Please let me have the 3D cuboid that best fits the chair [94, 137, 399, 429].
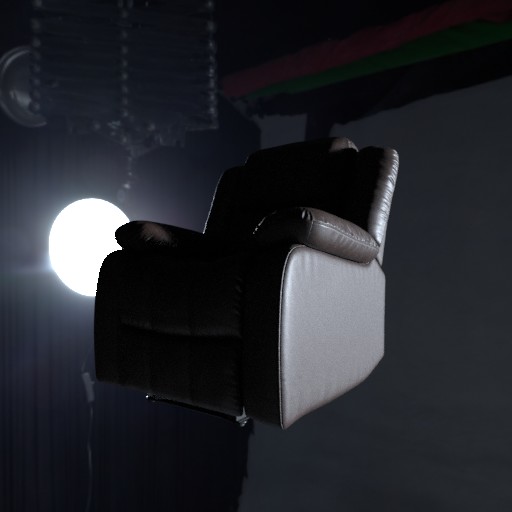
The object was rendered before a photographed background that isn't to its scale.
[{"bbox_3d":[0.000,0.000,1.713,0.899,1.009,0.934,-1,-1,36],"label":"chair"}]
